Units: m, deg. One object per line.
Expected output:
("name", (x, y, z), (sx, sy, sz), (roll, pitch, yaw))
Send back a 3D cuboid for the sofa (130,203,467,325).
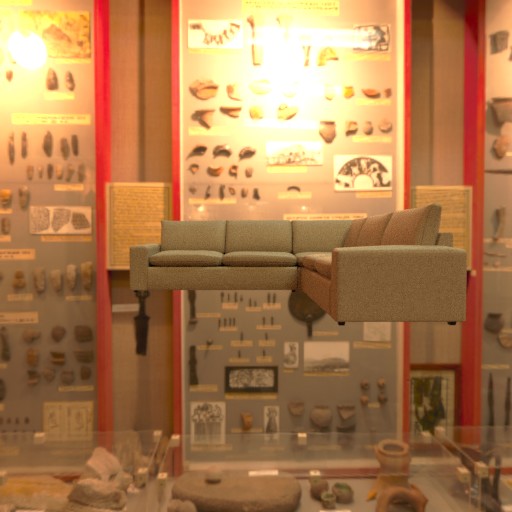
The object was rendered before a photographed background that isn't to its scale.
("sofa", (0.000, 0.000, 4.138), (2.622, 0.800, 2.742), (0, 2, -1))
